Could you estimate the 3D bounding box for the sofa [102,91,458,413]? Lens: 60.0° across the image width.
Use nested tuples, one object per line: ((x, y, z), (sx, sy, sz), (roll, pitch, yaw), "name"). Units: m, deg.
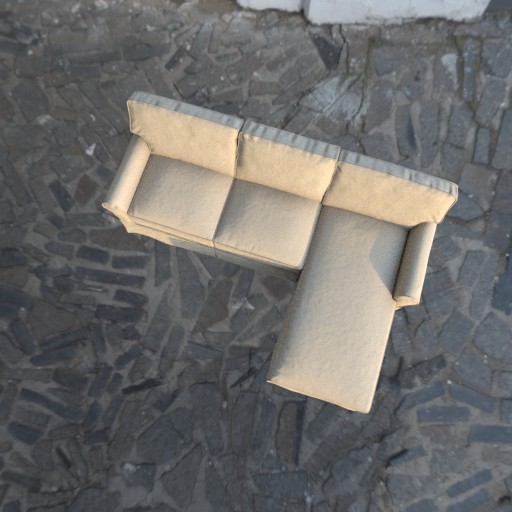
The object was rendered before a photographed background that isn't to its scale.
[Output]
((0.000, 0.000, 3.356), (2.475, 0.978, 1.733), (17, 77, 4), "sofa")
